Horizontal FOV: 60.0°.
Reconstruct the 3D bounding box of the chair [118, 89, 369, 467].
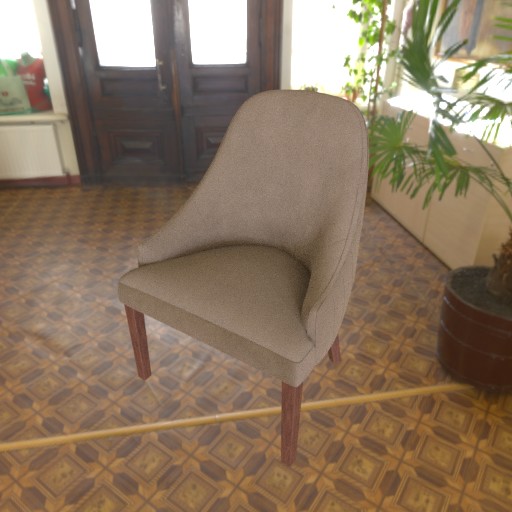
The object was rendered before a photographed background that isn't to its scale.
[{"bbox_3d":[0.000,0.000,1.344,0.643,0.889,0.575,18,34,30],"label":"chair"}]
